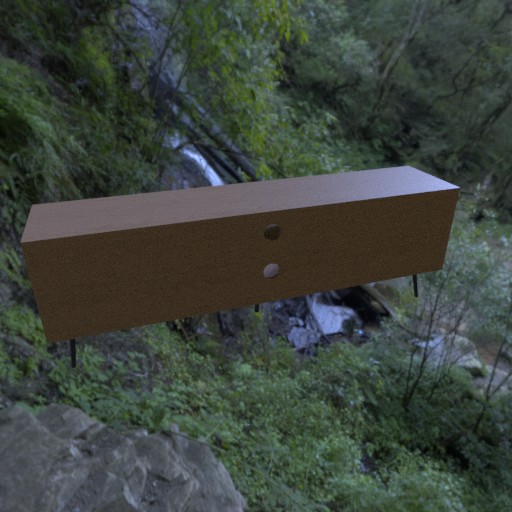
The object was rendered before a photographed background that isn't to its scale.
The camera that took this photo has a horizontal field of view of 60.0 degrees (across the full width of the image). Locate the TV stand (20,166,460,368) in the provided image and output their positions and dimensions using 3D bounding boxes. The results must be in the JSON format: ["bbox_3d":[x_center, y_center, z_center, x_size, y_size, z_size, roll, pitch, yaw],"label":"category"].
[{"bbox_3d":[0.000,0.000,1.998,1.760,0.580,0.400,-9,28,-17],"label":"TV stand"}]
